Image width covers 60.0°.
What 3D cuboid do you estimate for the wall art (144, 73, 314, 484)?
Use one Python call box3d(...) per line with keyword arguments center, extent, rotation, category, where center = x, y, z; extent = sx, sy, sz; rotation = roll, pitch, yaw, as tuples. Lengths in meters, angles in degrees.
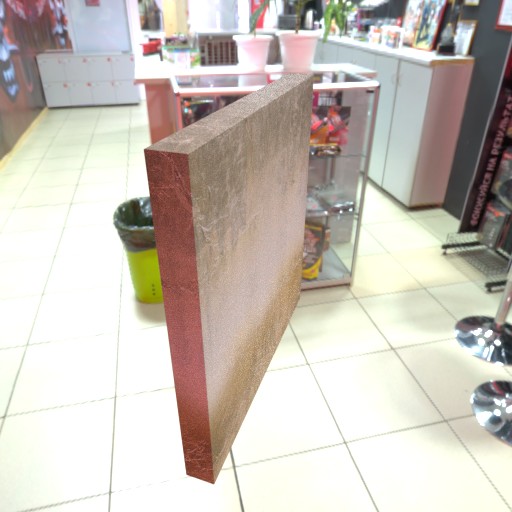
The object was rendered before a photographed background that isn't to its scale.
box3d(center=(0.000, 0.000, 0.600), extent=(0.038, 0.407, 0.405), rotation=(10, 32, 17), category="wall art")
